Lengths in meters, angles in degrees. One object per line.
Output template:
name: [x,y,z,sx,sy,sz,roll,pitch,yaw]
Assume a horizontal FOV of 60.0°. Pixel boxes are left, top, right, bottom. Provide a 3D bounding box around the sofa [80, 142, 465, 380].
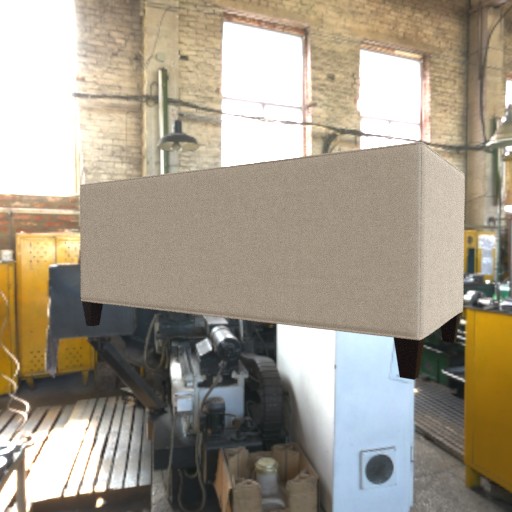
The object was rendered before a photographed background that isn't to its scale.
sofa: [0.000,0.000,2.200,1.778,0.762,0.775,1,2,34]
